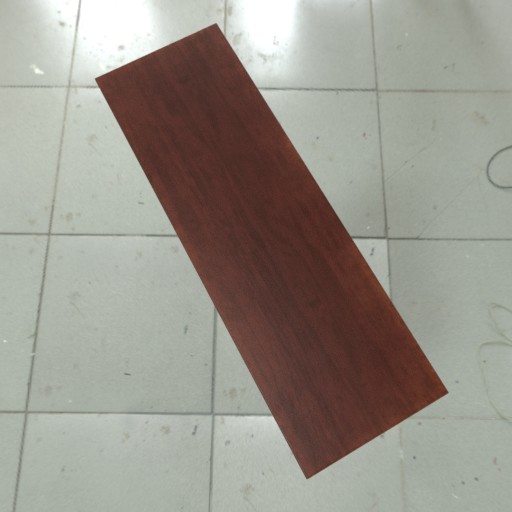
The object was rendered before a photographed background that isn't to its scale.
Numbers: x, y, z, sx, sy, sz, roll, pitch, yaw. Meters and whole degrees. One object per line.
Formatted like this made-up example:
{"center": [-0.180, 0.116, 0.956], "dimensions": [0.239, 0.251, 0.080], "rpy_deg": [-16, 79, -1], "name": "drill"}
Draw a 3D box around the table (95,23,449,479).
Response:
{"center": [0.000, 0.000, 1.507], "dimensions": [0.392, 0.739, 1.188], "rpy_deg": [-28, 78, -7], "name": "table"}
